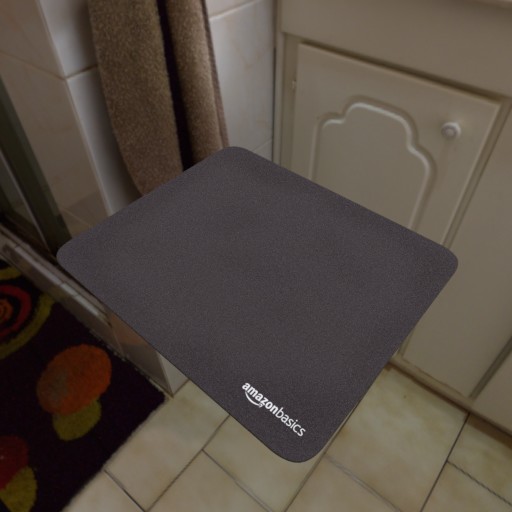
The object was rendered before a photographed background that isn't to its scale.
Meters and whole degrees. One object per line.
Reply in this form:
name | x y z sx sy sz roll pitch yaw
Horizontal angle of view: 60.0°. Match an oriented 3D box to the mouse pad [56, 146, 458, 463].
mouse pad | 0.000 0.000 0.438 0.315 0.002 0.269 32 54 27
